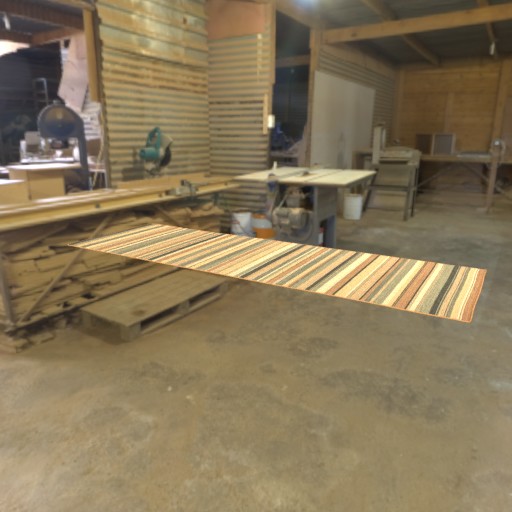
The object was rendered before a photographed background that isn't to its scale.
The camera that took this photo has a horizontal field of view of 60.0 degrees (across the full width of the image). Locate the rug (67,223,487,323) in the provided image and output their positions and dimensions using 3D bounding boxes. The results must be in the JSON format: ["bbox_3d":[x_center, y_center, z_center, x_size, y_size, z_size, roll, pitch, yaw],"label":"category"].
[{"bbox_3d":[0.000,0.000,2.672,2.444,0.010,0.799,9,18,29],"label":"rug"}]
